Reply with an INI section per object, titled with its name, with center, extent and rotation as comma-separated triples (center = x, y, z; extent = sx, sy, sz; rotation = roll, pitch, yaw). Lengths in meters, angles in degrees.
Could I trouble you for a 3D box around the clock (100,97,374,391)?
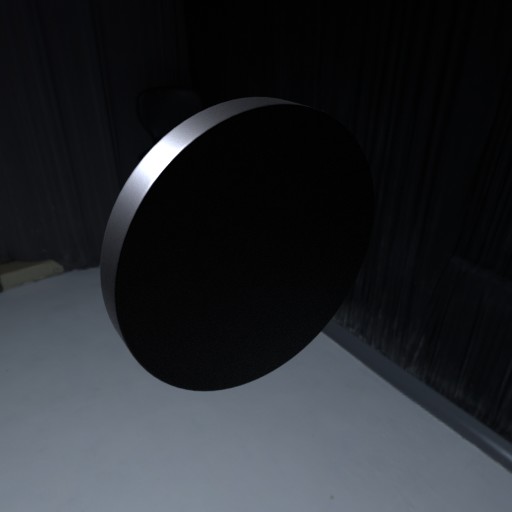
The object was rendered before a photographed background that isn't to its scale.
[clock]
center = 0.000, 0.000, 0.467
extent = 0.314, 0.314, 0.040
rotation = -19, 35, -30
